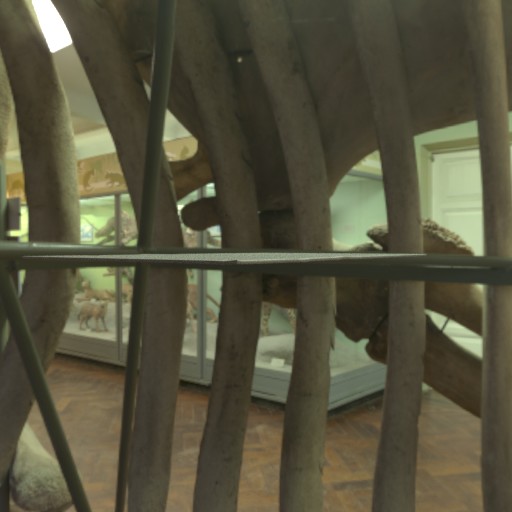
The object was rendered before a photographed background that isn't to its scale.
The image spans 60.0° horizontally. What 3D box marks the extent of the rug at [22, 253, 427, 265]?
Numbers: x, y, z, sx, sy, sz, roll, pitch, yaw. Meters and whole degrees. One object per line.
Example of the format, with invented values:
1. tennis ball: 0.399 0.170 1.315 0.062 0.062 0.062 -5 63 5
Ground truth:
1. rug: 0.000 0.000 2.906 1.540 0.021 2.290 1 1 37
